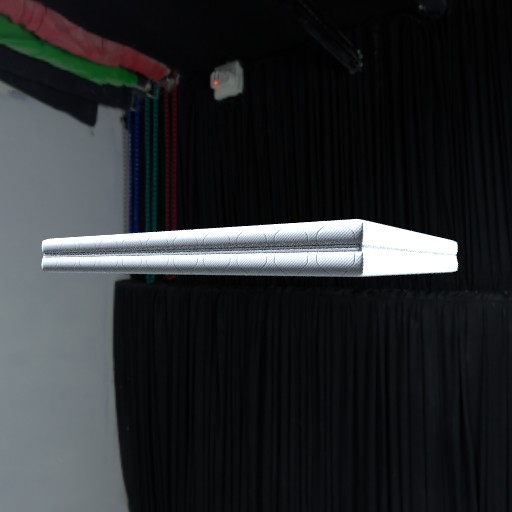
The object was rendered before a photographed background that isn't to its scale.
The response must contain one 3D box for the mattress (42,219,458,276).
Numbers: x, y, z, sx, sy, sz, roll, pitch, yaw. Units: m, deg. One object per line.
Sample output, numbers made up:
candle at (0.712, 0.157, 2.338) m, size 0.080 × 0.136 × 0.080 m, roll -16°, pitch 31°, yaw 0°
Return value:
mattress at (0.000, 0.000, 2.719) m, size 2.000 × 0.200 × 1.600 m, roll -1°, pitch -2°, yaw 35°
